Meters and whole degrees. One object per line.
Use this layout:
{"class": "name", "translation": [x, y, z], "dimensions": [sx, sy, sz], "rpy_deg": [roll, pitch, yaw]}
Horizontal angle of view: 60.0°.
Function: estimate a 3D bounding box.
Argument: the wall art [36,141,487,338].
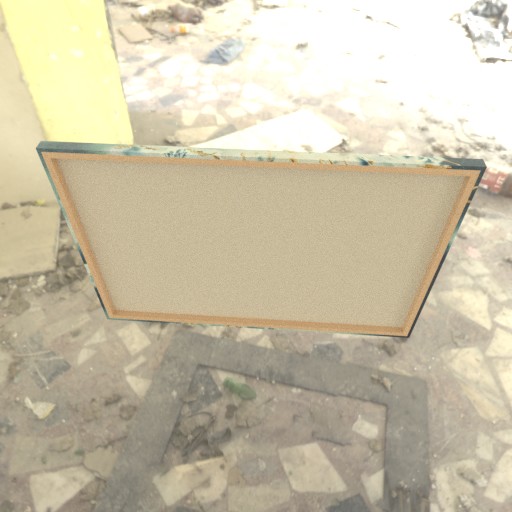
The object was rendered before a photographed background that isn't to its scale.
{"class": "wall art", "translation": [0.000, 0.000, 1.403], "dimensions": [1.138, 0.759, 0.035], "rpy_deg": [3, 47, 3]}
